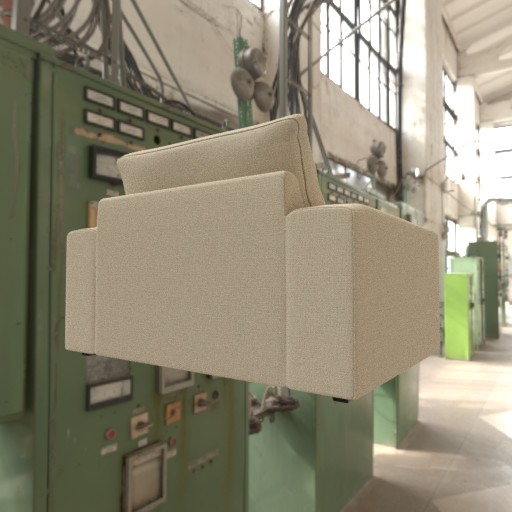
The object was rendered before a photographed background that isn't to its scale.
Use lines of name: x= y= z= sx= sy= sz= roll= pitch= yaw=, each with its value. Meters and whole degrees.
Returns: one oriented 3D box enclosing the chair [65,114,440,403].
chair: x=0.000 y=0.000 z=2.041 sx=1.398 sy=0.915 sz=1.039 roll=-1 pitch=-3 yaw=35
